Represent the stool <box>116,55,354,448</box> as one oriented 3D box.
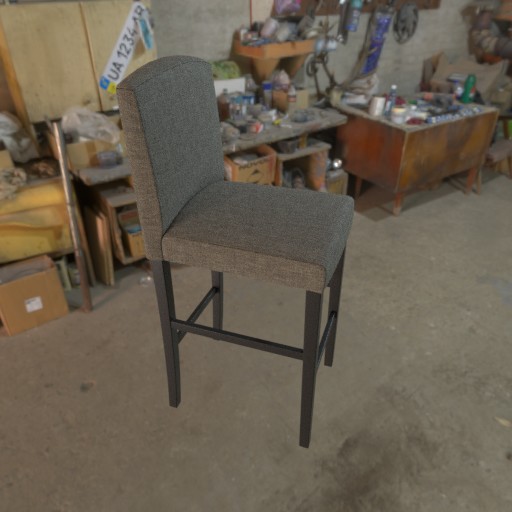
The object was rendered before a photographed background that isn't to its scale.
[{"bbox_3d":[0.000,0.000,1.402,0.552,1.138,0.451,10,32,17],"label":"stool"}]
